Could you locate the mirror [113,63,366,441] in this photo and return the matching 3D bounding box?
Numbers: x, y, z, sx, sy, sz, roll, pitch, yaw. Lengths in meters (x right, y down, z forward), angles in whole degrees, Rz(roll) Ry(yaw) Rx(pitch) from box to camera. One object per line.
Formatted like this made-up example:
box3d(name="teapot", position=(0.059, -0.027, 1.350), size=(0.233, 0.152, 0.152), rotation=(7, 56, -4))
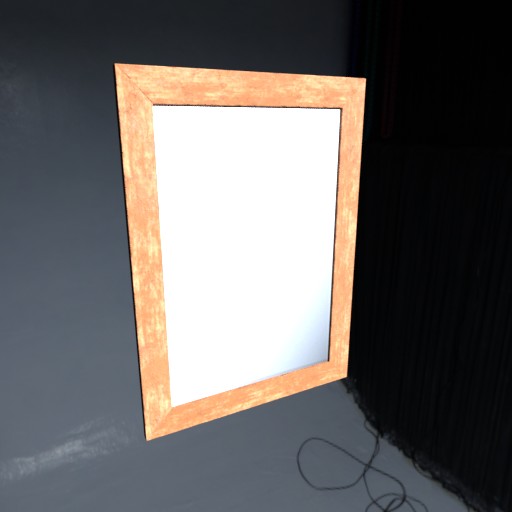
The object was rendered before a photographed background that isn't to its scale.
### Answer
box3d(name="mirror", position=(0.000, 0.000, 1.427), size=(0.796, 1.099, 0.028), rotation=(-8, 18, -27))
